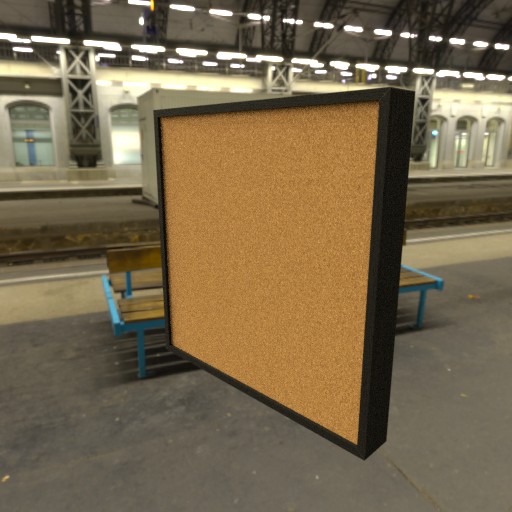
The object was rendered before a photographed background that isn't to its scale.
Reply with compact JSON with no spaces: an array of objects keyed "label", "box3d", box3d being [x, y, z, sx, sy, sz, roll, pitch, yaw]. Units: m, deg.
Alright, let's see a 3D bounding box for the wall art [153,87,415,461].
[{"label":"wall art","box3d":[0.000,0.000,0.465,0.037,0.305,0.305,-14,20,-43]}]
